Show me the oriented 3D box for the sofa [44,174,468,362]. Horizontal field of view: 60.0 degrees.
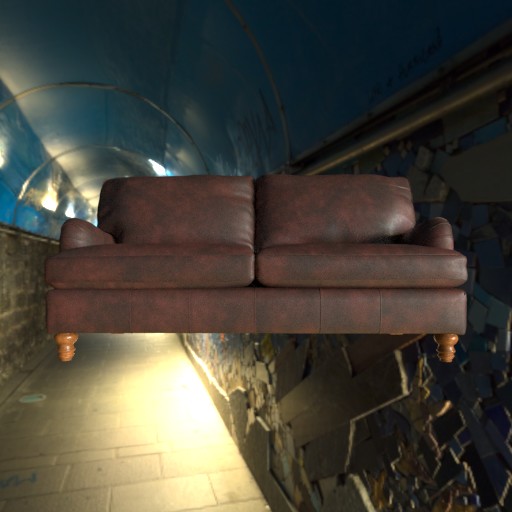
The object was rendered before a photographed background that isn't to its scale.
[{"bbox_3d":[0.000,0.000,2.742,2.144,1.071,1.147,0,0,1],"label":"sofa"}]
